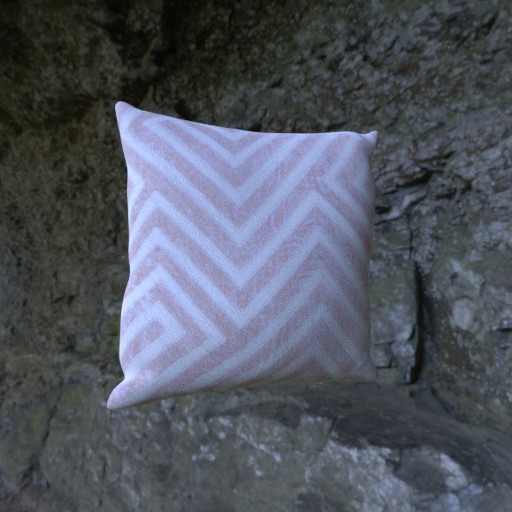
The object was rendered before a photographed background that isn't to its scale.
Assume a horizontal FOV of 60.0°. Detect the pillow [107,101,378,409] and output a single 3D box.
[{"bbox_3d":[0.000,0.000,0.690,0.440,0.441,0.182,0,-1,-17],"label":"pillow"}]
